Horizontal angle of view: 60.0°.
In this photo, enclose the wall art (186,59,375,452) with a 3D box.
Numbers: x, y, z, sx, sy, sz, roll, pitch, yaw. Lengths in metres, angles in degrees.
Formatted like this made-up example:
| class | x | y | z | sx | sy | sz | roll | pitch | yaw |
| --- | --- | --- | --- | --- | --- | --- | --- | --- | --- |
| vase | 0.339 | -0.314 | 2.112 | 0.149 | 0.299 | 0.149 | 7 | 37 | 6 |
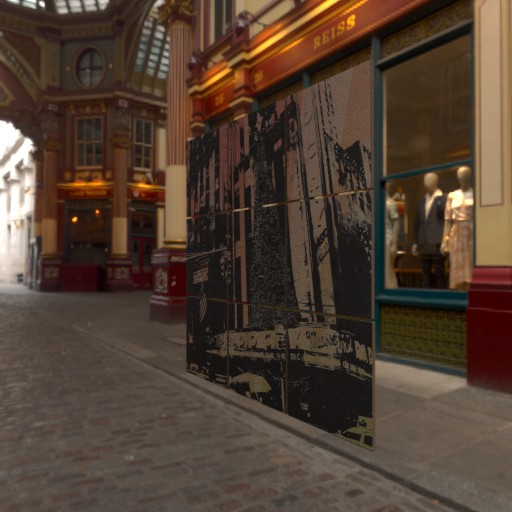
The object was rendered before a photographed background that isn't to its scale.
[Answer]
| class | x | y | z | sx | sy | sz | roll | pitch | yaw |
| --- | --- | --- | --- | --- | --- | --- | --- | --- | --- |
| wall art | 0.000 | 0.000 | 2.332 | 0.017 | 1.521 | 1.527 | 0 | 0 | -37 |
